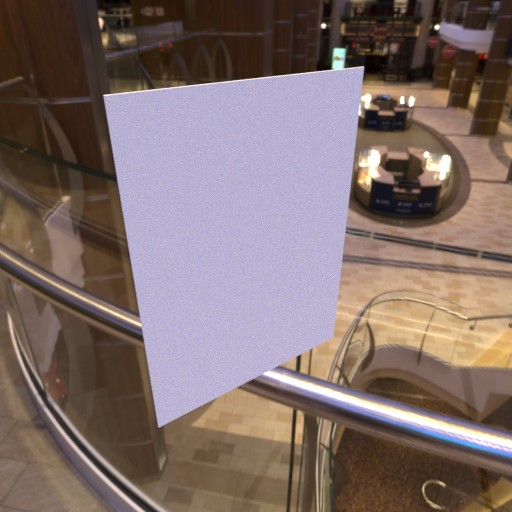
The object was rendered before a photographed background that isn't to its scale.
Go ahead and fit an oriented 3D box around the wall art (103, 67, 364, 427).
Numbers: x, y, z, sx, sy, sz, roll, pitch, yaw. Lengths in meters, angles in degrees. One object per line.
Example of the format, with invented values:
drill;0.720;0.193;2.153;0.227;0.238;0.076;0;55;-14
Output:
wall art;0.000;0.000;0.812;0.457;0.610;0.003;-19;35;-30
